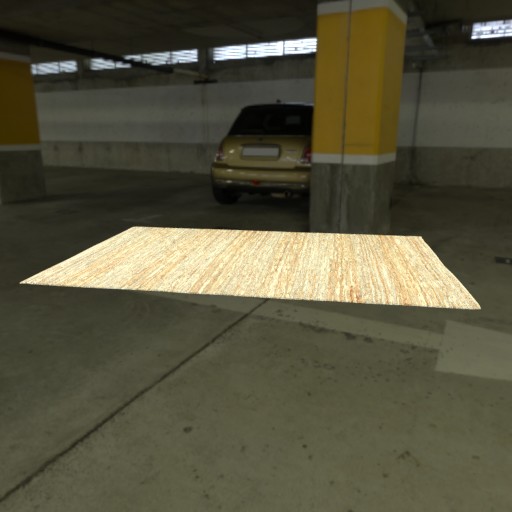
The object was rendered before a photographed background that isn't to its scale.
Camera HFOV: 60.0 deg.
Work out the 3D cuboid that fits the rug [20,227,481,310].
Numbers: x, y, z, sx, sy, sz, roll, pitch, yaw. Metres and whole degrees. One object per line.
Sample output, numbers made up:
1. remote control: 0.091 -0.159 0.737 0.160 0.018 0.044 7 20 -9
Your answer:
1. rug: 0.000 0.000 3.016 2.446 0.009 1.529 2 16 9
